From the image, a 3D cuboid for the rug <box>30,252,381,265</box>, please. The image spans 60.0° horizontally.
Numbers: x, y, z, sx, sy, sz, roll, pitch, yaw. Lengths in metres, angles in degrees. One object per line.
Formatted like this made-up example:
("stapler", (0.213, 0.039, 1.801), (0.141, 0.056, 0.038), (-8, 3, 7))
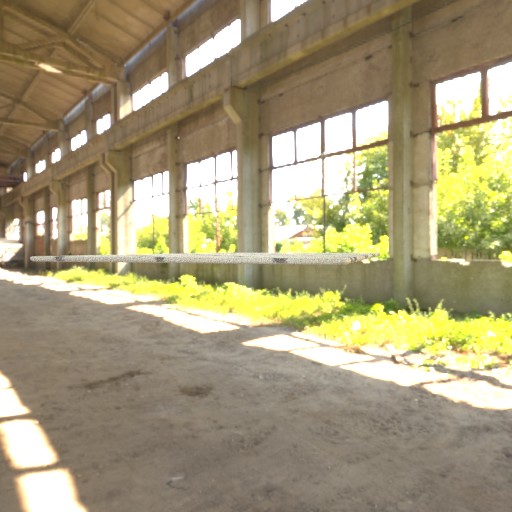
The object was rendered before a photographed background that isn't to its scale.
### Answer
("rug", (0.000, 0.000, 2.987), (1.501, 0.024, 2.348), (0, 1, 19))
